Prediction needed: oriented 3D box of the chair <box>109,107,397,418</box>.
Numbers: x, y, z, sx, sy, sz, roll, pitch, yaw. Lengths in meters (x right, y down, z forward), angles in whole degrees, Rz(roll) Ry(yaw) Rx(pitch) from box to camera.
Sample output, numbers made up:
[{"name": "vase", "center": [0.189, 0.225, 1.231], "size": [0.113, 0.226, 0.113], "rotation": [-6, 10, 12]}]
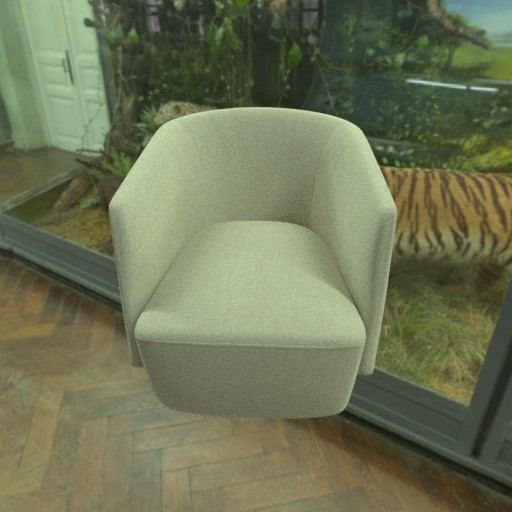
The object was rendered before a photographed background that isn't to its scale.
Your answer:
[{"name": "chair", "center": [0.000, 0.000, 1.603], "size": [0.822, 0.861, 0.986], "rotation": [1, 30, 2]}]
